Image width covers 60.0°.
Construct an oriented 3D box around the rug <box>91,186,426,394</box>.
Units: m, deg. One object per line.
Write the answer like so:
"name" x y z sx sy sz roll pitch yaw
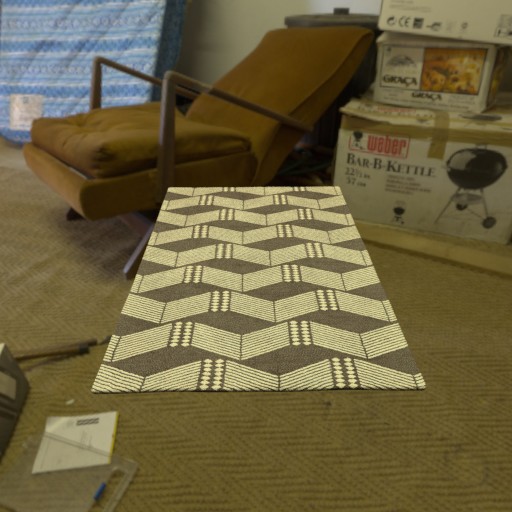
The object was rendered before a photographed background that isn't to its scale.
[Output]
"rug" 0.000 0.000 2.363 1.210 0.016 1.833 0 32 -1
